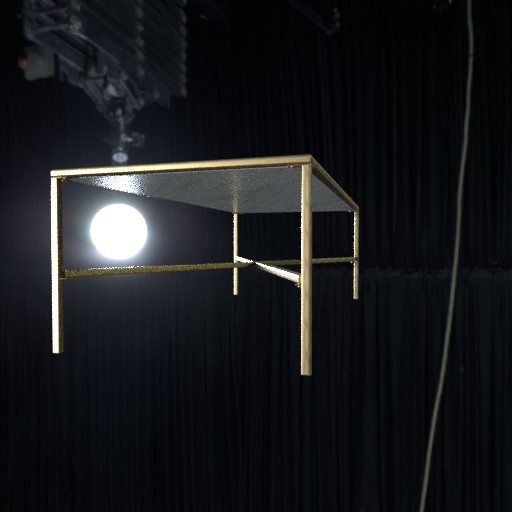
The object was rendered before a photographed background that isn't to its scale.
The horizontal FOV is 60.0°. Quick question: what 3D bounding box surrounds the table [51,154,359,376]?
[{"bbox_3d":[0.000,0.000,1.465,0.577,0.405,1.197,0,2,17],"label":"table"}]
